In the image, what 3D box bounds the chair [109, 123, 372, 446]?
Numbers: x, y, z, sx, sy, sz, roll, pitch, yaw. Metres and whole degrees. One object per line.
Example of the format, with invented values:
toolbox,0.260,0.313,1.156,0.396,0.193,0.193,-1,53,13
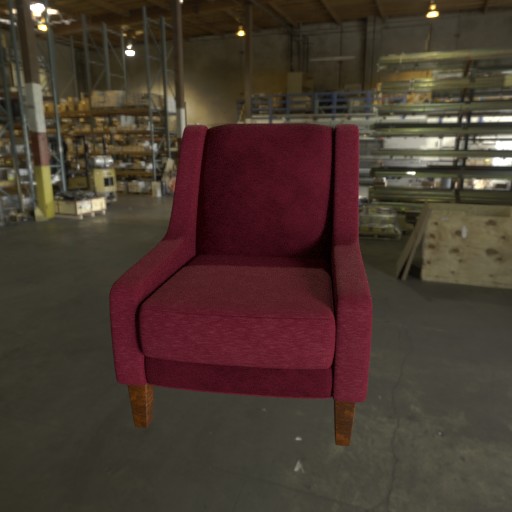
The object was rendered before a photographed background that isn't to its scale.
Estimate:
chair,0.000,0.000,1.695,0.793,1.017,0.985,2,14,8
